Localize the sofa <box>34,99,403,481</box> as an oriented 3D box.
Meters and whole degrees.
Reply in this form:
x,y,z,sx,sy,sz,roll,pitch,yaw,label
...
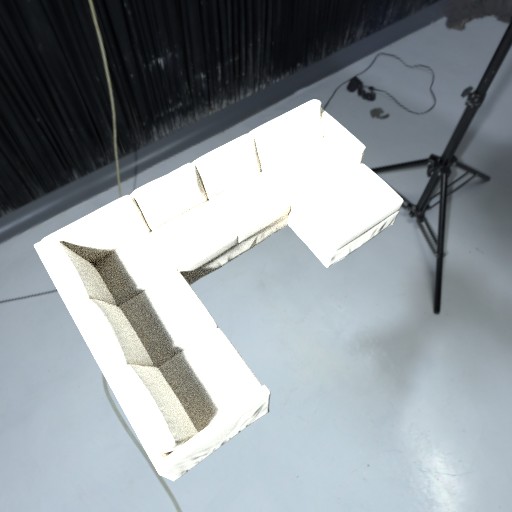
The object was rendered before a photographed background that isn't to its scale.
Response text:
x,y,z,sx,sy,sz,roll,pitch,yaw,label
0.000,0.000,4.415,3.460,0.882,2.427,-32,64,-17,sofa
